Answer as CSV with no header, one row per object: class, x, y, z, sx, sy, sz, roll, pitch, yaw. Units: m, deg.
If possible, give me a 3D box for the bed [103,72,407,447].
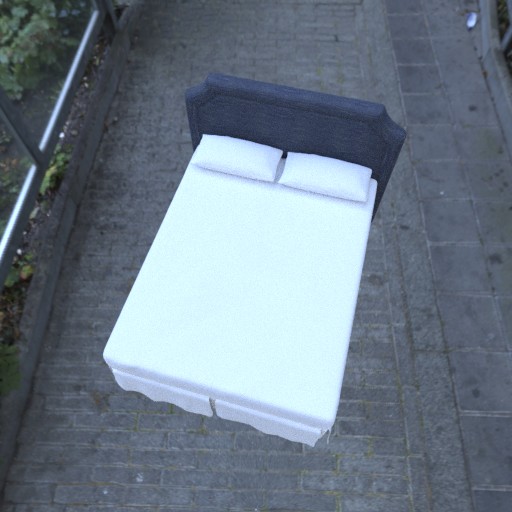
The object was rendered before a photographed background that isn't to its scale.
bed,0.000,0.000,3.185,1.693,1.290,2.116,13,61,8
